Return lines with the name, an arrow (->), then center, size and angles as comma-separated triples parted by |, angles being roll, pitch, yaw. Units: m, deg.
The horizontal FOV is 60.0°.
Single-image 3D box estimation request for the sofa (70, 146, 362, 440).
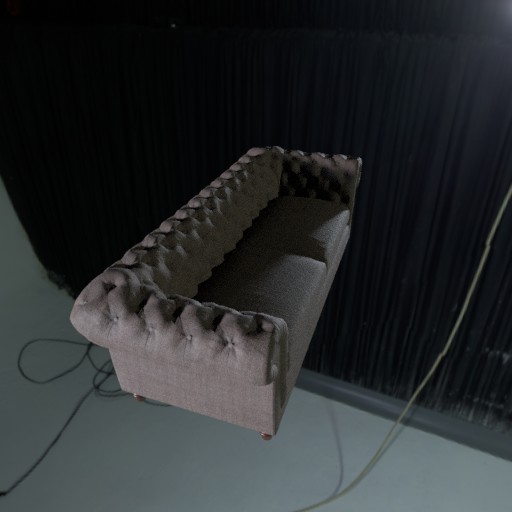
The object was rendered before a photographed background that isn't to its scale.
sofa -> 0.000, 0.000, 2.814 | 0.944, 0.787, 2.385 | 10, 32, 17
